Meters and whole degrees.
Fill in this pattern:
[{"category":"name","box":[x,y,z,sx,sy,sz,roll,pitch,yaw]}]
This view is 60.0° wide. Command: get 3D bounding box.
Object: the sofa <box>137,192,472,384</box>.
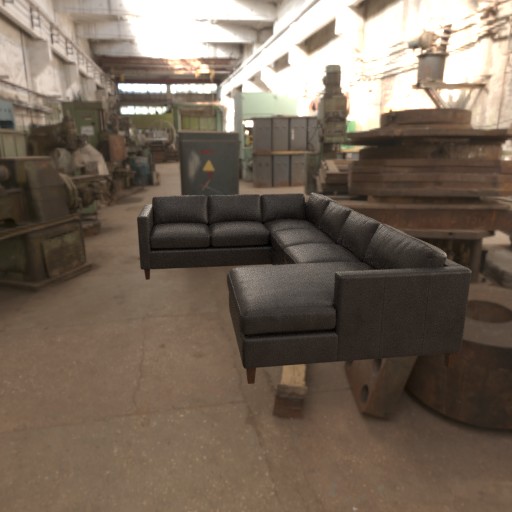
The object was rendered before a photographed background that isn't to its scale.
[{"category":"sofa","box":[0.000,0.000,4.454,2.452,0.891,3.324,-2,15,-8]}]
